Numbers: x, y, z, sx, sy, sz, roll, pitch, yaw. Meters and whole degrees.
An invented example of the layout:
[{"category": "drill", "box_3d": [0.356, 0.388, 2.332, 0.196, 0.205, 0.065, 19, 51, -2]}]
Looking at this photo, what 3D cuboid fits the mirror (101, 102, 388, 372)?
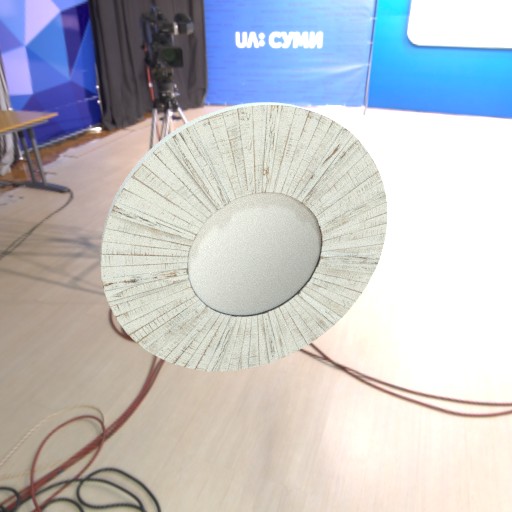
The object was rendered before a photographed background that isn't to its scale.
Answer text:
[{"category": "mirror", "box_3d": [0.000, 0.000, 1.378, 0.914, 0.914, 0.038, -10, 33, -16]}]
